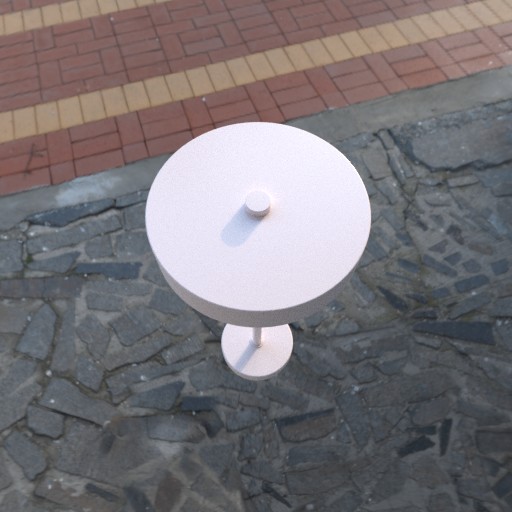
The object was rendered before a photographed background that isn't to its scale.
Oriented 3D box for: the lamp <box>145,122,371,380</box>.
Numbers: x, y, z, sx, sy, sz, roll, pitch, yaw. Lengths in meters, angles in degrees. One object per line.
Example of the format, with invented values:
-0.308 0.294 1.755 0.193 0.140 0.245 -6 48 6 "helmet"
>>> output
0.000 0.000 0.701 0.229 0.508 0.369 -2 62 -1 "lamp"
